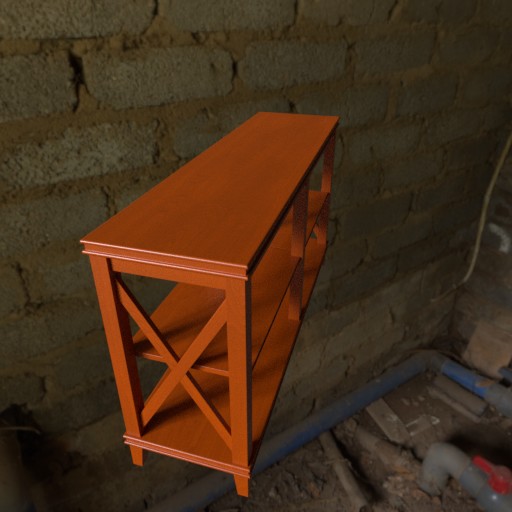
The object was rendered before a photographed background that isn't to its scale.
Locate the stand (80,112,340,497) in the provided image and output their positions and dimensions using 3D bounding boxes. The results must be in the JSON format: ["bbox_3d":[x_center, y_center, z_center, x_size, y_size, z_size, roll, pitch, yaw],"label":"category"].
[{"bbox_3d":[0.000,0.000,1.664,0.381,0.762,1.372,8,31,15],"label":"stand"}]
